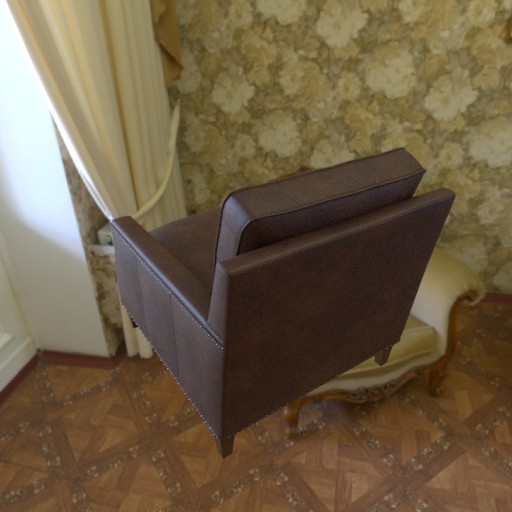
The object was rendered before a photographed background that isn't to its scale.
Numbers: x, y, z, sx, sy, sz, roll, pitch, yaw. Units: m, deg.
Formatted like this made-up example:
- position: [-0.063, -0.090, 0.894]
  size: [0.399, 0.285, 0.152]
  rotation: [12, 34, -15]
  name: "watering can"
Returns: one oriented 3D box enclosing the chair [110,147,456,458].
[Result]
- position: [0.000, 0.000, 1.716]
  size: [0.853, 0.929, 1.014]
  rotation: [-19, 35, -29]
  name: "chair"
